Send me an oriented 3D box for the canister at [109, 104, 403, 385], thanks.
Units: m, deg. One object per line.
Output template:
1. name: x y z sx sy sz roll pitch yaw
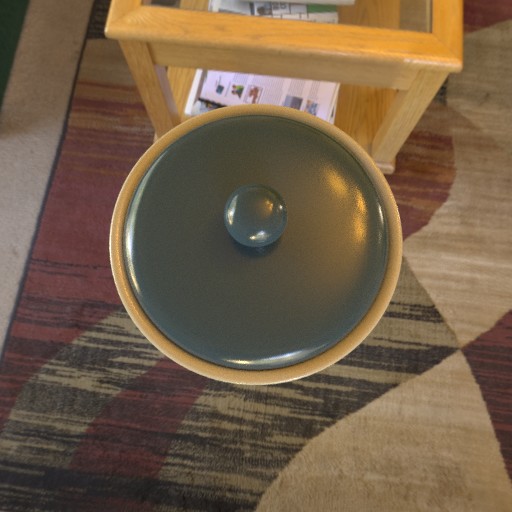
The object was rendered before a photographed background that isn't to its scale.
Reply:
1. canister: 0.000 0.000 0.332 0.182 0.208 0.182 0 76 0
